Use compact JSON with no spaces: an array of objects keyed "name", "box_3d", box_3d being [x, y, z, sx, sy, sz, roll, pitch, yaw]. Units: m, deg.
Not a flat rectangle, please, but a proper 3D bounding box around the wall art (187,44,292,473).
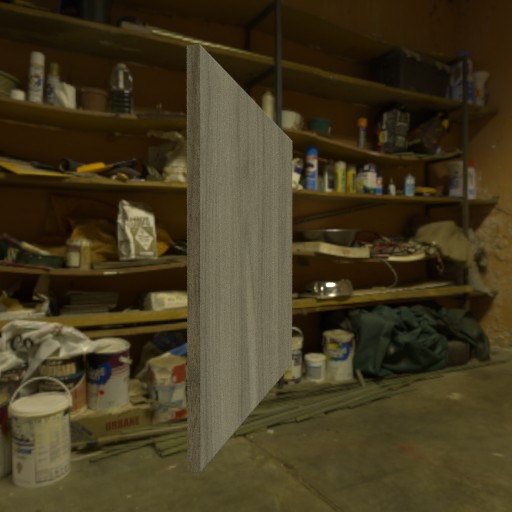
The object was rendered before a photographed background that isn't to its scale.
[{"name":"wall art","box_3d":[0.000,0.000,0.767,0.016,0.507,0.508,0,1,17]}]
